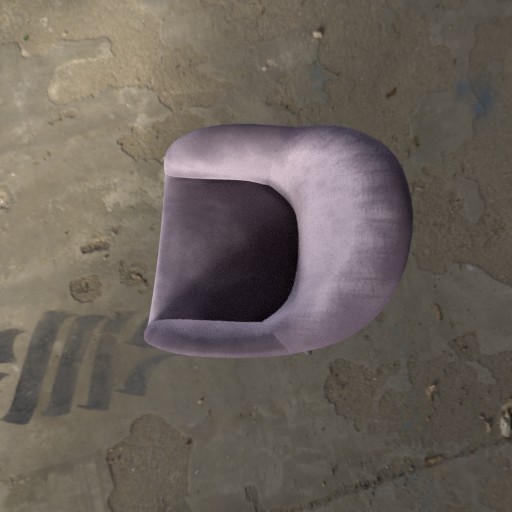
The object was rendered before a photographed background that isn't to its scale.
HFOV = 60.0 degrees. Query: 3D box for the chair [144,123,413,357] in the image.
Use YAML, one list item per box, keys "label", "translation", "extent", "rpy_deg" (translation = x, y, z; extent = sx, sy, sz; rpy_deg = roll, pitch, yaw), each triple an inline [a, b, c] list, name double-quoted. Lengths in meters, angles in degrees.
- label: "chair"
  translation: [0.000, 0.000, 1.201]
  extent: [0.590, 0.795, 0.550]
  rpy_deg: [3, 76, 1]
